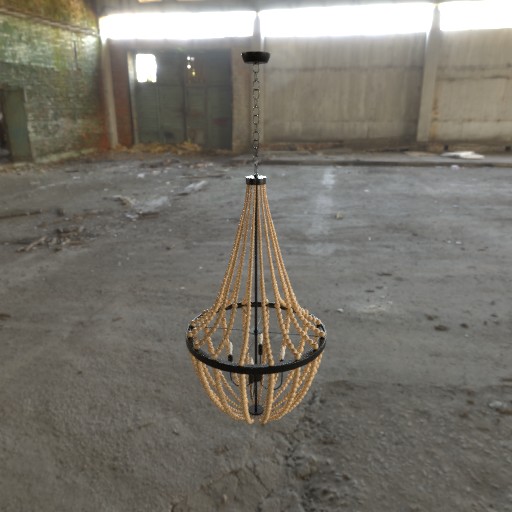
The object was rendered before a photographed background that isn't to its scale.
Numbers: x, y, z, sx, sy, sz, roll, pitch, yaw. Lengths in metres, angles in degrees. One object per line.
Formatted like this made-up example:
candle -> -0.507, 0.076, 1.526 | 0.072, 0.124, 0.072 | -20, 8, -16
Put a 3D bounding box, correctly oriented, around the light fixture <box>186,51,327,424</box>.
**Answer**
light fixture -> 0.000, 0.000, 1.353 | 0.450, 1.133, 0.450 | 0, 18, 0
